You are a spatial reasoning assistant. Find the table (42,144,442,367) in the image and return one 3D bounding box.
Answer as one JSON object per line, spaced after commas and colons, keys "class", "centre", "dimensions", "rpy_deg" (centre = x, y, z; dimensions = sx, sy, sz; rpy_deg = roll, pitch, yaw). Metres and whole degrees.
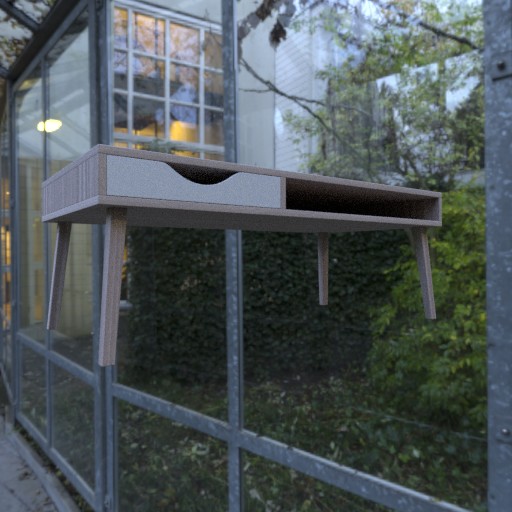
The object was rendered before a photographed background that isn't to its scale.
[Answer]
{"class": "table", "centre": [0.000, 0.000, 1.475], "dimensions": [1.200, 0.450, 0.600], "rpy_deg": [0, 0, -35]}
